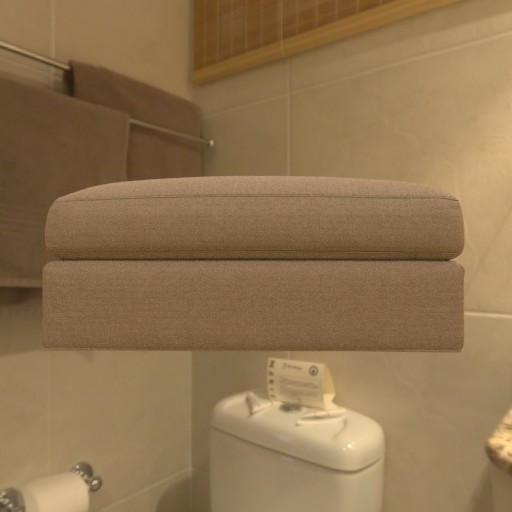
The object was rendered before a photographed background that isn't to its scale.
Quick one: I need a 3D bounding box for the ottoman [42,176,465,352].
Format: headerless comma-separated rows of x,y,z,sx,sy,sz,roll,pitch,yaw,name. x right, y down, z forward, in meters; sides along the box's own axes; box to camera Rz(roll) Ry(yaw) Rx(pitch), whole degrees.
0.000,0.000,1.569,1.041,0.470,1.041,0,-1,1,ottoman
